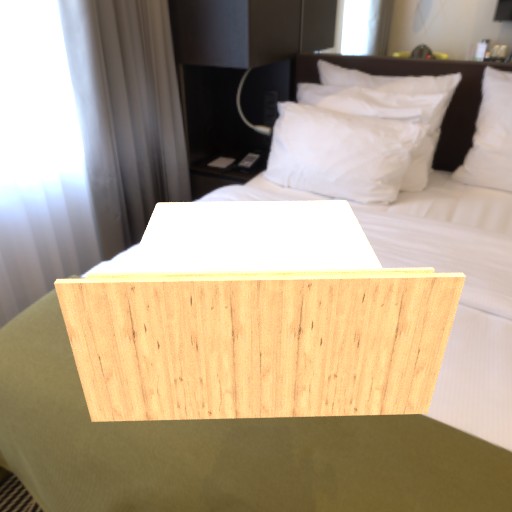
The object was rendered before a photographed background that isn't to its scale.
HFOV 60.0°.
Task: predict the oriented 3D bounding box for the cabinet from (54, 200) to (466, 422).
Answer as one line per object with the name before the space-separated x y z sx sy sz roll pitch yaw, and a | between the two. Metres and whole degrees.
cabinet | 0.000 0.000 3.232 1.950 0.970 2.080 -1 30 -1
